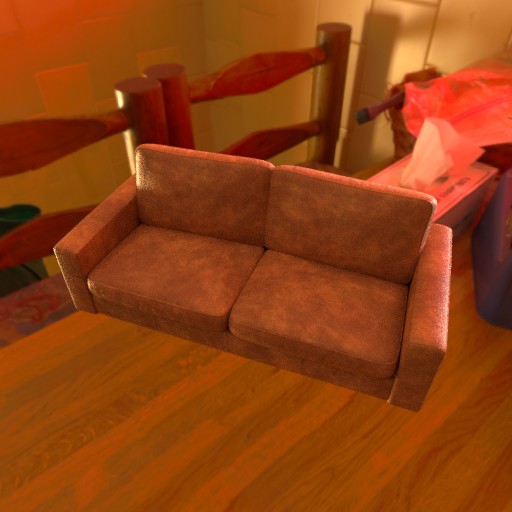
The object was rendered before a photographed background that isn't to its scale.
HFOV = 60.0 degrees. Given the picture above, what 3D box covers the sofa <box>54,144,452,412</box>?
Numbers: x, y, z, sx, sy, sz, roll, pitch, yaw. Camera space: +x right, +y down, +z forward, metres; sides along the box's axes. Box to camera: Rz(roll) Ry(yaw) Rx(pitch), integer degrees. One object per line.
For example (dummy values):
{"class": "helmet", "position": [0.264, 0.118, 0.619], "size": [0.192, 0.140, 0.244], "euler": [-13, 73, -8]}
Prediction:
{"class": "sofa", "position": [0.000, 0.000, 2.689], "size": [2.179, 0.873, 1.016], "euler": [13, 43, 15]}
